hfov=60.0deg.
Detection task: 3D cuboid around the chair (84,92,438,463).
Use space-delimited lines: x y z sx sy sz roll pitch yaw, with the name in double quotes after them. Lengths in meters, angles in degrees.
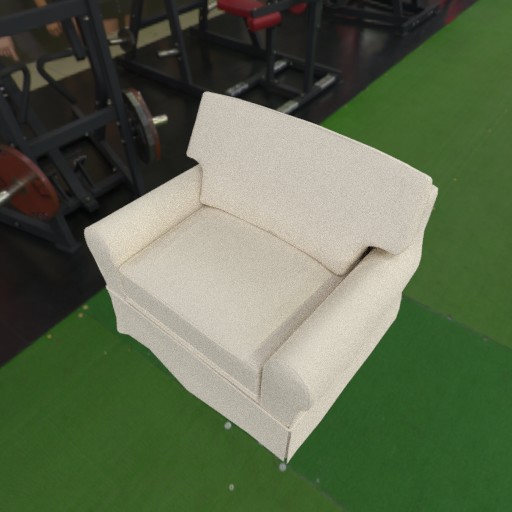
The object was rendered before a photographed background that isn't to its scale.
0.000 0.000 1.788 1.099 0.958 0.904 31 53 26 "chair"
